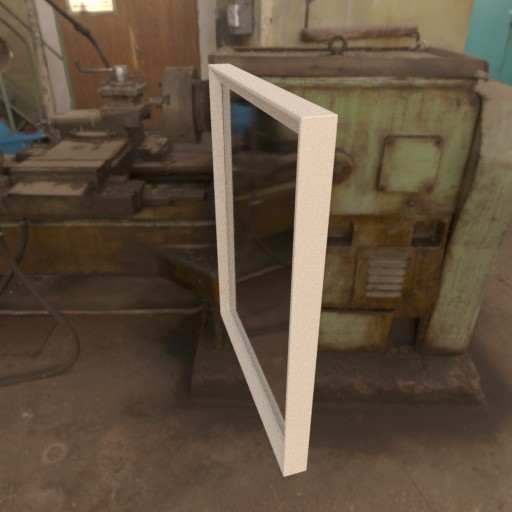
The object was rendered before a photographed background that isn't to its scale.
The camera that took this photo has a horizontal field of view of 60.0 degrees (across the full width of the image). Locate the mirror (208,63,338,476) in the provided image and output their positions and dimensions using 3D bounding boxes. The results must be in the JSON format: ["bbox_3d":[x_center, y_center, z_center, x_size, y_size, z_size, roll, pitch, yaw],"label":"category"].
[{"bbox_3d":[0.000,0.000,0.689,0.041,0.509,0.406,-9,31,-15],"label":"mirror"}]
